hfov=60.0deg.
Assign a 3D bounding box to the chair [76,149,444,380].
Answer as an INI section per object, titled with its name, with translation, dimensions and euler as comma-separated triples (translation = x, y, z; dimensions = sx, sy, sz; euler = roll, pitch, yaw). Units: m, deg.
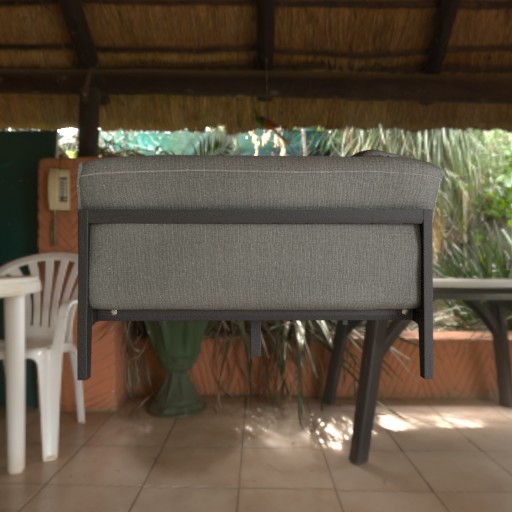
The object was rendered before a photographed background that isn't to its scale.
[chair]
translation = 0.000, 0.000, 1.646
dimensions = 0.969, 0.646, 1.056
euler = 0, -1, -1
